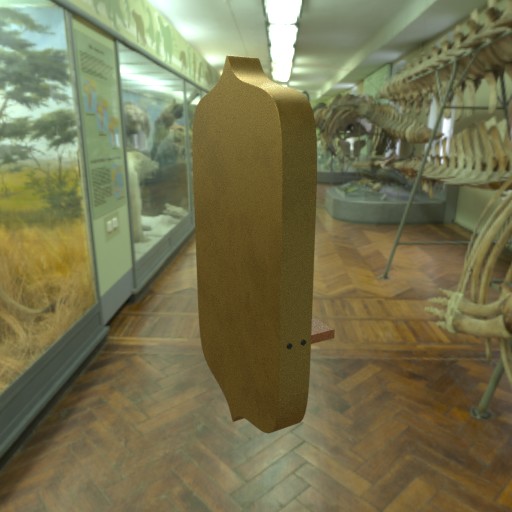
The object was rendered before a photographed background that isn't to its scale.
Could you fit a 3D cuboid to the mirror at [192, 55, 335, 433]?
[{"bbox_3d":[0.000,0.000,0.743,0.096,0.613,0.323,-8,18,-27],"label":"mirror"}]
